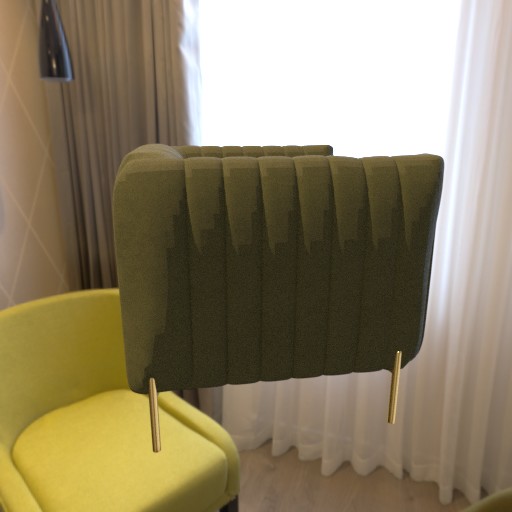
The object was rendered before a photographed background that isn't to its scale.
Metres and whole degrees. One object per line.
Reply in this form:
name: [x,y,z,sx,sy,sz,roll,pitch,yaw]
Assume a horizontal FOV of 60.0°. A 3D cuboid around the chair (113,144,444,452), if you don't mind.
chair: [0.000,0.000,1.627,0.877,0.794,1.032,-3,16,-10]
